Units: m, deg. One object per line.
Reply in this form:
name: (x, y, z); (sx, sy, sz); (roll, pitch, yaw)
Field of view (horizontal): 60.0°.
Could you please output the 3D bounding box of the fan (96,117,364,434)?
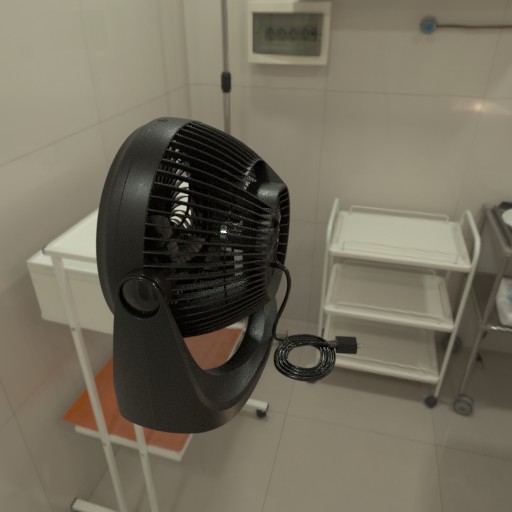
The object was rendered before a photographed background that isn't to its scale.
fan: (0.000, 0.000, 0.478); (0.256, 0.277, 0.273); (7, 31, 12)
